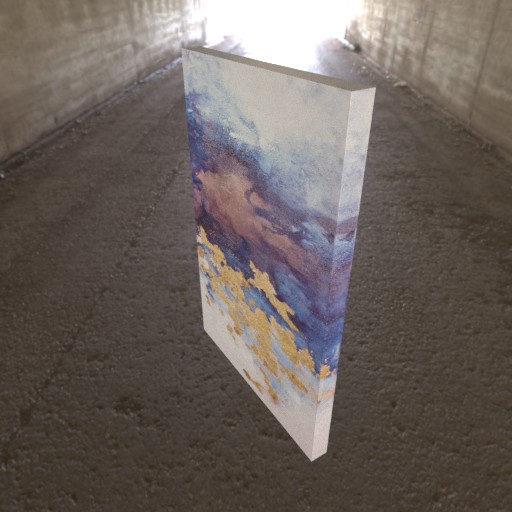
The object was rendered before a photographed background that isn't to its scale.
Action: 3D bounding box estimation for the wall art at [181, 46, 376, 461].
[{"bbox_3d":[0.000,0.000,1.083,0.048,0.874,0.583,-19,36,-27],"label":"wall art"}]
